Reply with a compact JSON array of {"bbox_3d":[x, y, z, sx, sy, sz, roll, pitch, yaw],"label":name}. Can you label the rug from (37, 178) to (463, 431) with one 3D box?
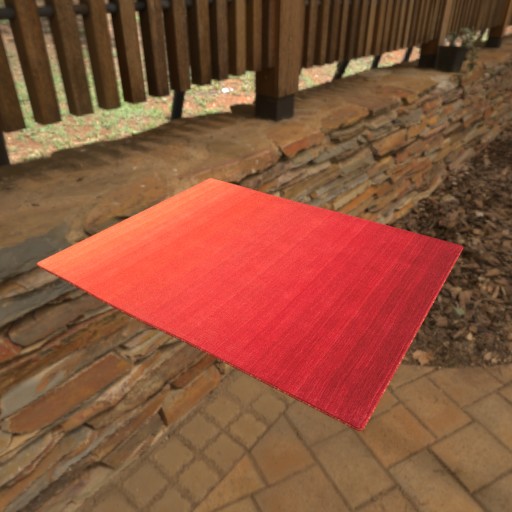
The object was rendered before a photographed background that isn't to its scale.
[{"bbox_3d":[0.000,0.000,3.828,2.905,0.028,2.340,19,37,28],"label":"rug"}]
